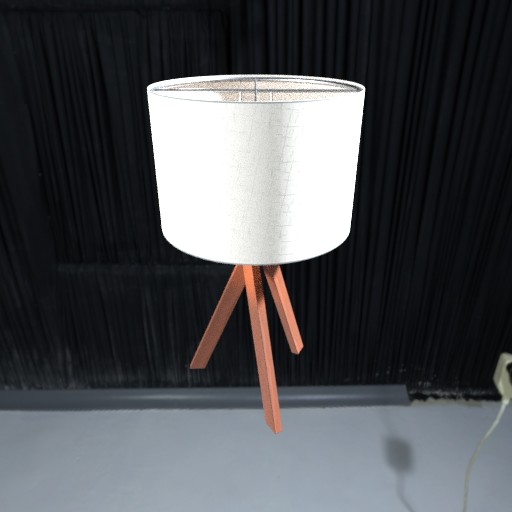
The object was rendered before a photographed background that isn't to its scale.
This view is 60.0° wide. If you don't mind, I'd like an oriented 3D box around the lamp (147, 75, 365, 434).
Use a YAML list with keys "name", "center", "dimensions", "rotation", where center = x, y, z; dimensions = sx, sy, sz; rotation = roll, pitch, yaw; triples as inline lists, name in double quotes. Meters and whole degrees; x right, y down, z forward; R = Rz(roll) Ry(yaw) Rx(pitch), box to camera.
- name: "lamp"
  center: [0.000, 0.000, 0.949]
  dimensions: [0.380, 0.686, 0.380]
  rotation: [0, 28, 0]
